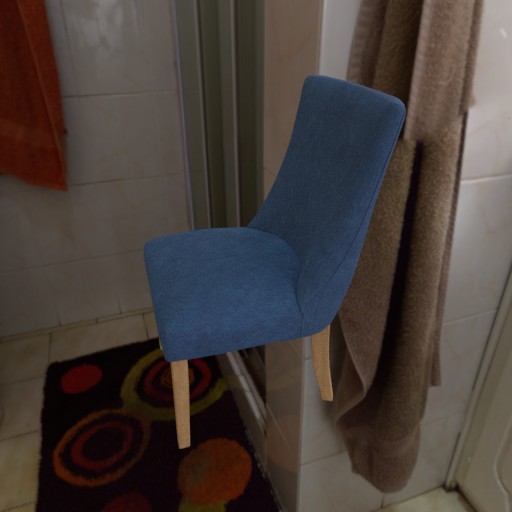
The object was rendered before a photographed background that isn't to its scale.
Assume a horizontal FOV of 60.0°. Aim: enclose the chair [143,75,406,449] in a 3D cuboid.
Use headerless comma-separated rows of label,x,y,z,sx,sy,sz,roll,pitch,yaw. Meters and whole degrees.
chair,0.000,0.000,1.268,0.609,0.902,0.495,-9,31,-15
